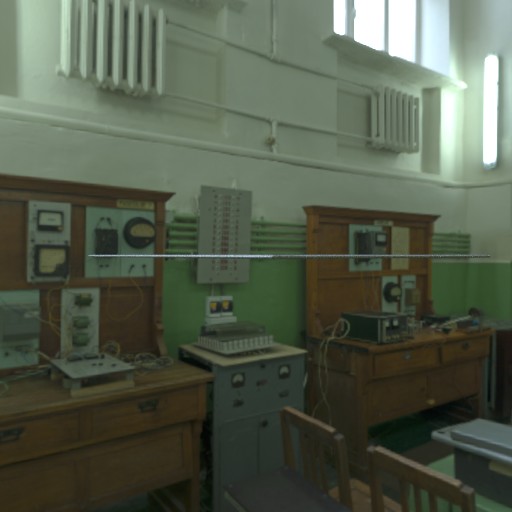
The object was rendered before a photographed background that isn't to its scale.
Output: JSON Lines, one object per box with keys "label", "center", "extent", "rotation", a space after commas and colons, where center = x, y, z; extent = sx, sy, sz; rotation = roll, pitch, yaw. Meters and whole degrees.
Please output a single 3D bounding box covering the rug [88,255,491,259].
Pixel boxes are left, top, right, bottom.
{"label": "rug", "center": [0.000, 0.000, 3.484], "extent": [1.819, 0.018, 2.746], "rotation": [0, 0, -36]}
